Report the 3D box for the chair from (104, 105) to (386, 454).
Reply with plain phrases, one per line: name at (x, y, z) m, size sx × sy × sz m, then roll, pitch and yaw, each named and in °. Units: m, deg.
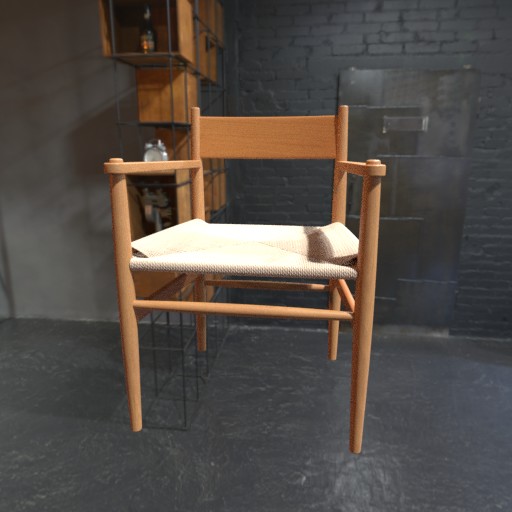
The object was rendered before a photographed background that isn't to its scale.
chair at (0.000, 0.000, 1.139) m, size 0.556 × 0.762 × 0.495 m, roll 2°, pitch 14°, yaw 8°
